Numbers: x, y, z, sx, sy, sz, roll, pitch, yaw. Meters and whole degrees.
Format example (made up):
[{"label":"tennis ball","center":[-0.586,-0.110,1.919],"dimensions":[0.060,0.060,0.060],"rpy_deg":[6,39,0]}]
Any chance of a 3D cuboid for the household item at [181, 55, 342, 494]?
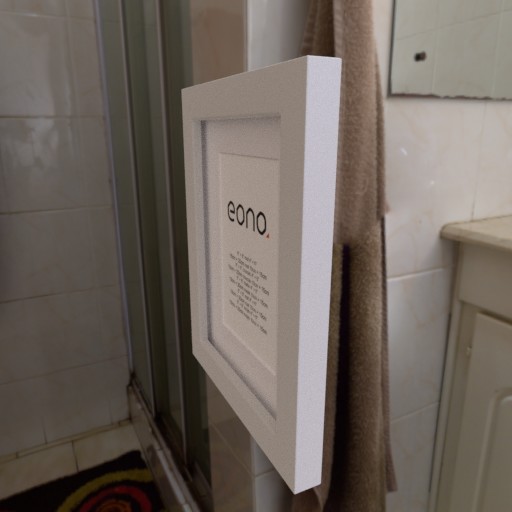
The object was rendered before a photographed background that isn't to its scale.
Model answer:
[{"label":"household item","center":[0.000,0.000,0.335],"dimensions":[0.045,0.250,0.200],"rpy_deg":[-8,18,-25]}]
